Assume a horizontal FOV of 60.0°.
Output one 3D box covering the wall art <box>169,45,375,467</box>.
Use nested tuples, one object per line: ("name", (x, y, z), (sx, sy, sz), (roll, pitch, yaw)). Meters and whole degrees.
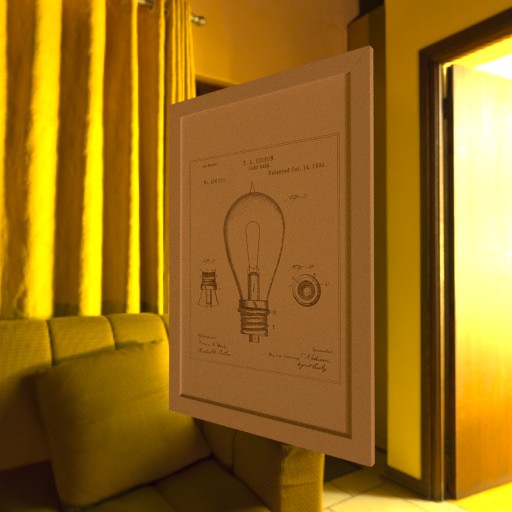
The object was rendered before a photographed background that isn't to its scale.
("wall art", (0.000, 0.000, 0.597), (0.325, 0.474, 0.010), (-1, -1, 36))
